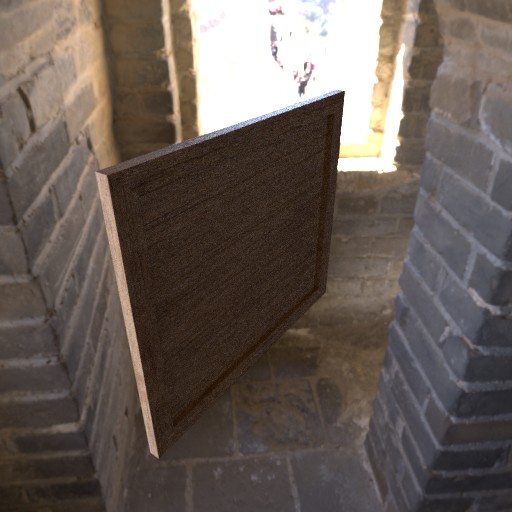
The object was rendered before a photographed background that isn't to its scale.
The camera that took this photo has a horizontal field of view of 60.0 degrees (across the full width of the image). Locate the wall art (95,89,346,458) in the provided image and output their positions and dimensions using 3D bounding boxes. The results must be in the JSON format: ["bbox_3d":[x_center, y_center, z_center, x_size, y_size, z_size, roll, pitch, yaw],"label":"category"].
[{"bbox_3d":[0.000,0.000,0.967,0.026,0.588,0.690,20,37,30],"label":"wall art"}]
